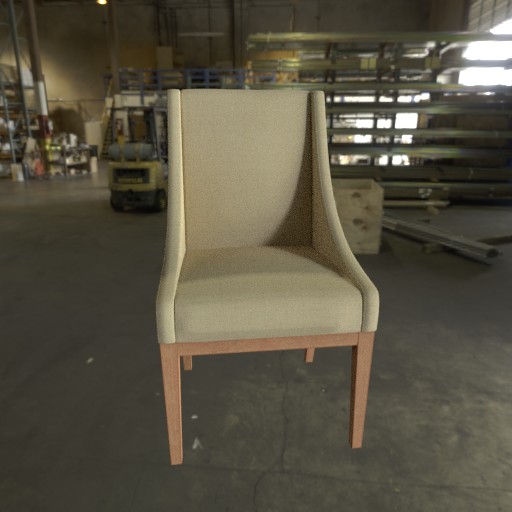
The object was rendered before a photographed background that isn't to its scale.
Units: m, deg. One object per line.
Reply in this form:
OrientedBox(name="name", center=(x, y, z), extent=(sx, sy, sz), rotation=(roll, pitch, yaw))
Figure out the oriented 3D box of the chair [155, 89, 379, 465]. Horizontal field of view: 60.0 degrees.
OrientedBox(name="chair", center=(0.000, 0.000, 1.393), extent=(0.575, 1.021, 0.611), rotation=(-2, 16, -7))
